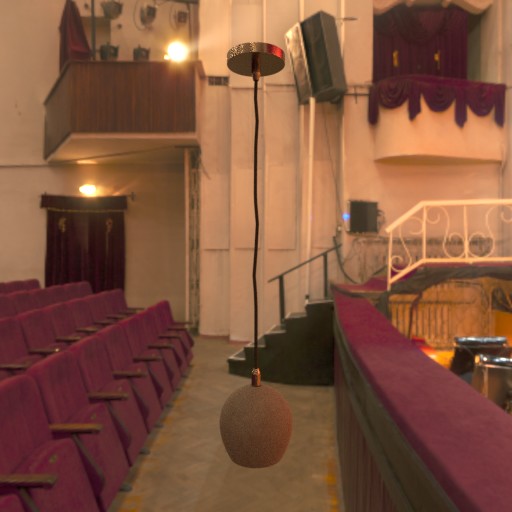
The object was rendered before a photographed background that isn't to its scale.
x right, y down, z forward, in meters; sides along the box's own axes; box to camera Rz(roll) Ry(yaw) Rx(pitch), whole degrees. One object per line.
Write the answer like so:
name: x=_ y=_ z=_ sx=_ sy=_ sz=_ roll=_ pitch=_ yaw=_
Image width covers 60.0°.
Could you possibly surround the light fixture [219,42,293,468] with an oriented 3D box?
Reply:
light fixture: x=0.000 y=0.000 z=0.846 sx=0.139 sy=0.764 sz=0.139 roll=0 pitch=0 yaw=-1
